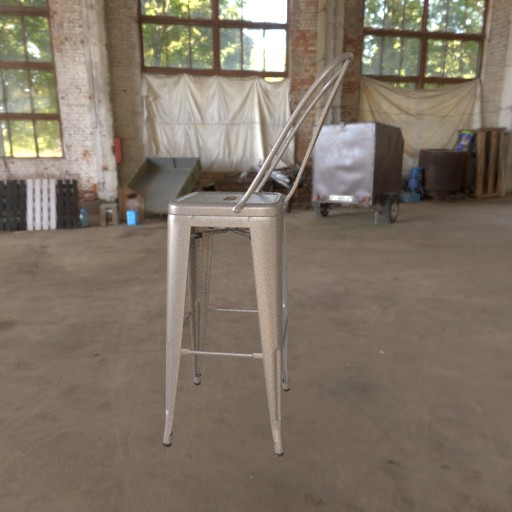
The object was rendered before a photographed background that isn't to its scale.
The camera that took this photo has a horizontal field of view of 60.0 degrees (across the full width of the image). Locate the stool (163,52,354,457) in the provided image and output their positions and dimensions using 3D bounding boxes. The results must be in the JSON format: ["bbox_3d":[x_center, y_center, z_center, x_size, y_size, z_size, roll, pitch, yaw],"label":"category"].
[{"bbox_3d":[0.000,0.000,1.330,0.513,1.096,0.399,2,14,7],"label":"stool"}]
